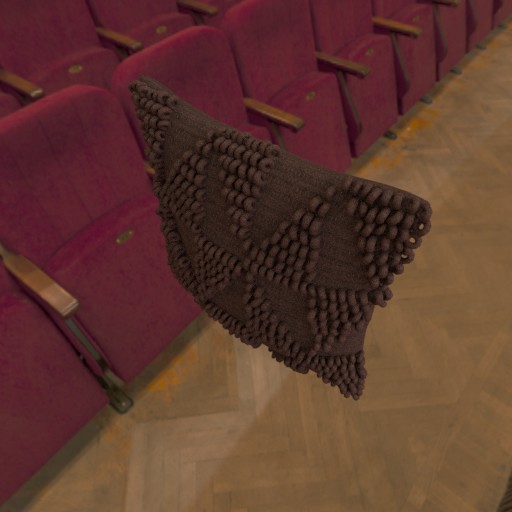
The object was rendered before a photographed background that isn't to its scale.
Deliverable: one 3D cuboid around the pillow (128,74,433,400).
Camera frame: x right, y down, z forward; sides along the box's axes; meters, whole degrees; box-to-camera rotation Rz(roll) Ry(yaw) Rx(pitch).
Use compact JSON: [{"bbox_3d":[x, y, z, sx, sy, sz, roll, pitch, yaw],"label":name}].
[{"bbox_3d":[0.000,0.000,0.718,0.470,0.467,0.172,30,55,24],"label":"pillow"}]
